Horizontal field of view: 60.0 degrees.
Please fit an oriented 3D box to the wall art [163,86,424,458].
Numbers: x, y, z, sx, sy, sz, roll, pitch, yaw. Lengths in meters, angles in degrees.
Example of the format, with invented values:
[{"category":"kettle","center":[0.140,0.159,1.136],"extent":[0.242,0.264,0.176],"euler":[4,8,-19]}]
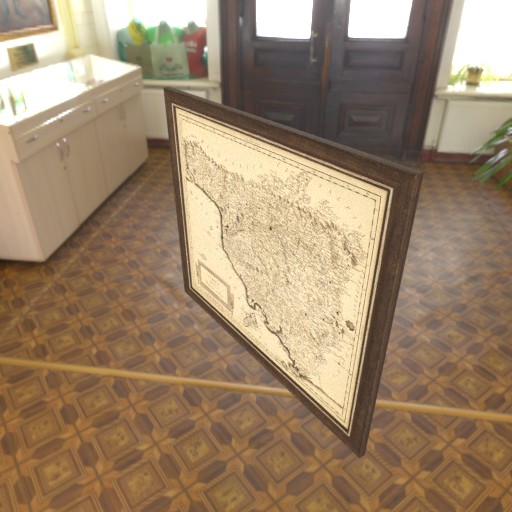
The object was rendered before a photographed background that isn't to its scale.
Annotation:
[{"category":"wall art","center":[0.000,0.000,1.421],"extent":[0.023,0.875,1.033],"euler":[-22,38,-31]}]
